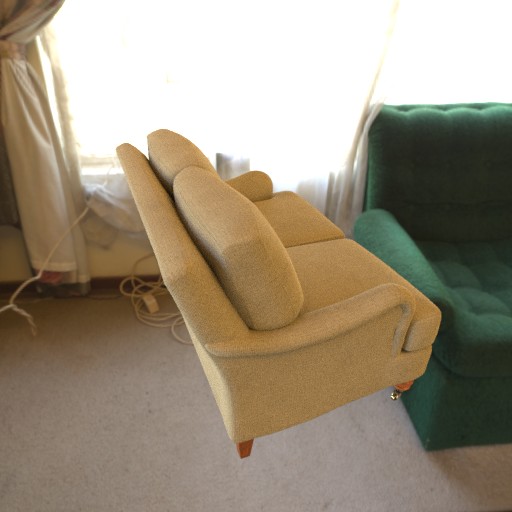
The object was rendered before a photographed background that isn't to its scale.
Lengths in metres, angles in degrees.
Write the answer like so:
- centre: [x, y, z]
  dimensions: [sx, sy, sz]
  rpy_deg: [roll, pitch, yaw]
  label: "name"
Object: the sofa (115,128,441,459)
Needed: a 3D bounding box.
- centre: [0.000, 0.000, 2.168]
  dimensions: [1.087, 0.999, 1.480]
  rpy_deg: [-11, 31, -18]
  label: "sofa"
